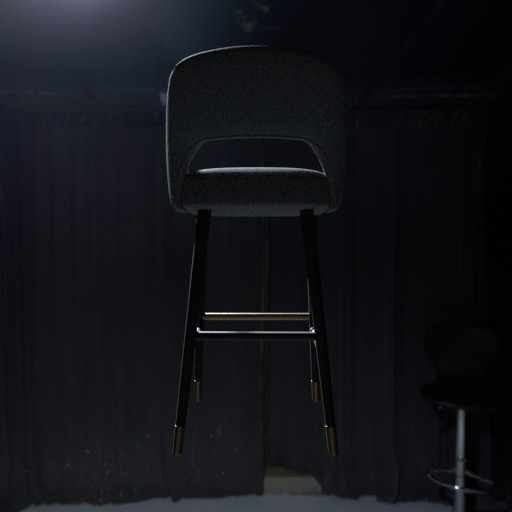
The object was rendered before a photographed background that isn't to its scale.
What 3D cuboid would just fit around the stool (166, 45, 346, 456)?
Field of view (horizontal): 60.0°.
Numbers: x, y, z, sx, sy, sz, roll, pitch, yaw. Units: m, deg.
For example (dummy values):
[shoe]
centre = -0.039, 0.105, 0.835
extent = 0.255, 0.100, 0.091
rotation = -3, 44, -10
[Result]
[stool]
centre = 0.000, 0.000, 1.389
extent = 0.536, 1.089, 0.524
rotation = 0, 1, 1
